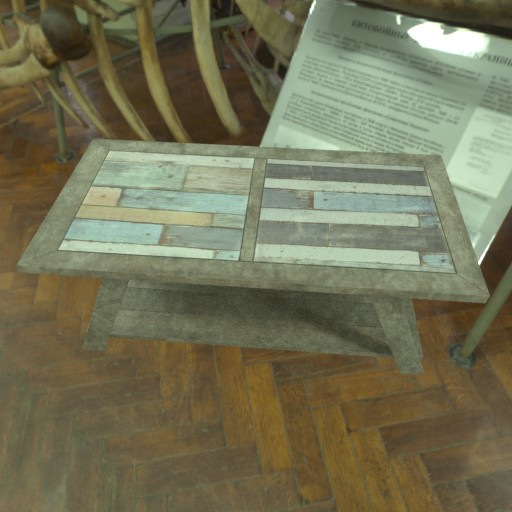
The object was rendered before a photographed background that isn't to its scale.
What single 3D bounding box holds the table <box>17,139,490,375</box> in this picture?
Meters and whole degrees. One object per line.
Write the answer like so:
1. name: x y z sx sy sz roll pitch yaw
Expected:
1. table: 0.000 0.000 1.515 1.219 0.470 0.610 4 47 3
